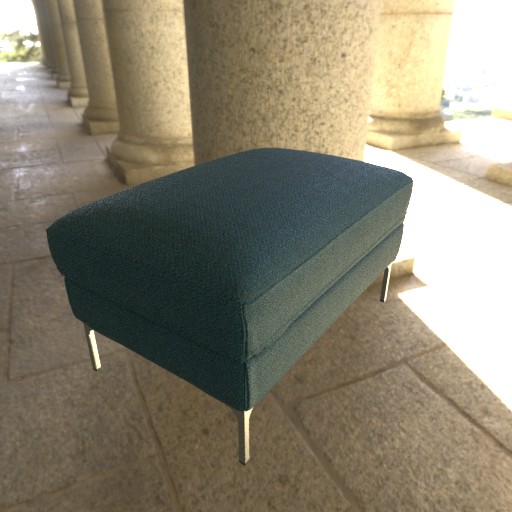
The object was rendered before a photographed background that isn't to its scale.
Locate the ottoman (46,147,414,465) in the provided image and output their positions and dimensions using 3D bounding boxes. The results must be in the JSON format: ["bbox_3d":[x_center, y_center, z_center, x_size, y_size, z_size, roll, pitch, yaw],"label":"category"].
[{"bbox_3d":[0.000,0.000,1.207,0.563,0.498,0.856,18,32,31],"label":"ottoman"}]
